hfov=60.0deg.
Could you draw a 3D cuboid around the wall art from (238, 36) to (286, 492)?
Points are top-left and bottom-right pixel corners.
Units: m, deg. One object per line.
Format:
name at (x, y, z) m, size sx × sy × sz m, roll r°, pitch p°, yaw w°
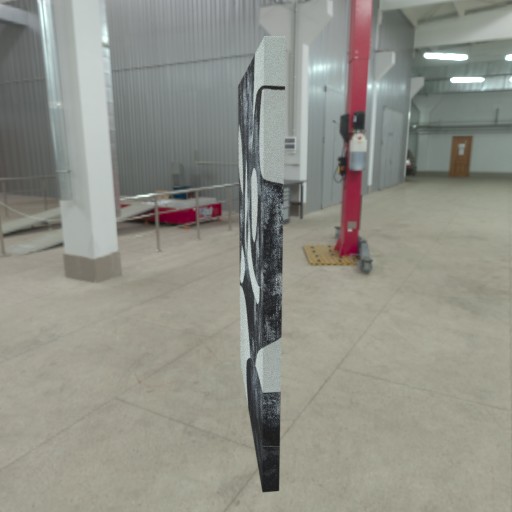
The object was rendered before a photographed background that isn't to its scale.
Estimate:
wall art at (0.000, 0.000, 1.156) m, size 0.041 × 0.915 × 0.610 m, roll -2°, pitch 14°, yaw -6°
